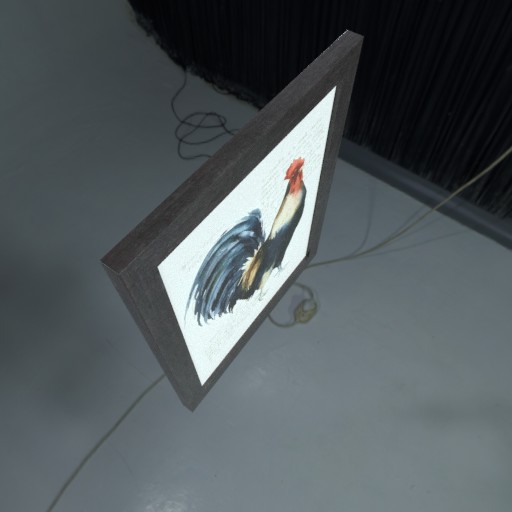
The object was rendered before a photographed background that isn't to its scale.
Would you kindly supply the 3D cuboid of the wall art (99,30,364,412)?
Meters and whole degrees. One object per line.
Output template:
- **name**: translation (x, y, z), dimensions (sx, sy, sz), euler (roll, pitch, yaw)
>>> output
- **wall art**: translation (0.000, 0.000, 0.775), dimensions (0.027, 0.580, 0.479), euler (32, 63, 18)
